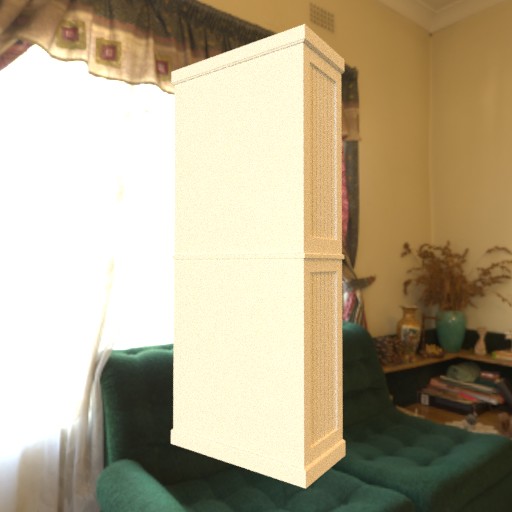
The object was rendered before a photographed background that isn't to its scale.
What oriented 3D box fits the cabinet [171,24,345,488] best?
[{"bbox_3d":[0.000,0.000,2.119,0.754,1.829,0.390,-1,-1,35],"label":"cabinet"}]
